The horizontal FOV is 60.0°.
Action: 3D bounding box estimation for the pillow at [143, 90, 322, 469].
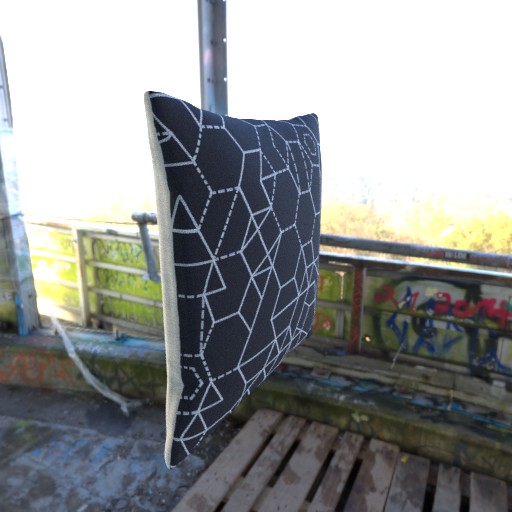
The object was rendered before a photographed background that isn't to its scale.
[{"bbox_3d":[0.000,0.000,0.782,0.158,0.508,0.517,8,17,28],"label":"pillow"}]
